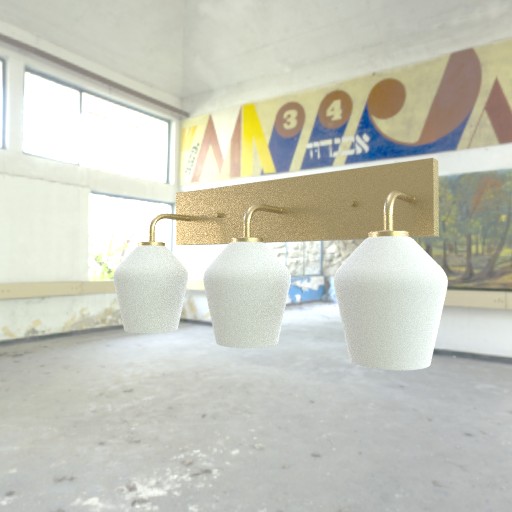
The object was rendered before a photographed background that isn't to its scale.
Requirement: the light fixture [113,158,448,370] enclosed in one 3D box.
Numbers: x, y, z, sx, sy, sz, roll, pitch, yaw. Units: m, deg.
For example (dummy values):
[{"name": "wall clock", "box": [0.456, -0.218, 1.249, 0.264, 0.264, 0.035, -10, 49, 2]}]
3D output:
[{"name": "light fixture", "box": [0.000, 0.000, 0.738, 0.609, 0.280, 0.190, -1, -1, 37]}]
